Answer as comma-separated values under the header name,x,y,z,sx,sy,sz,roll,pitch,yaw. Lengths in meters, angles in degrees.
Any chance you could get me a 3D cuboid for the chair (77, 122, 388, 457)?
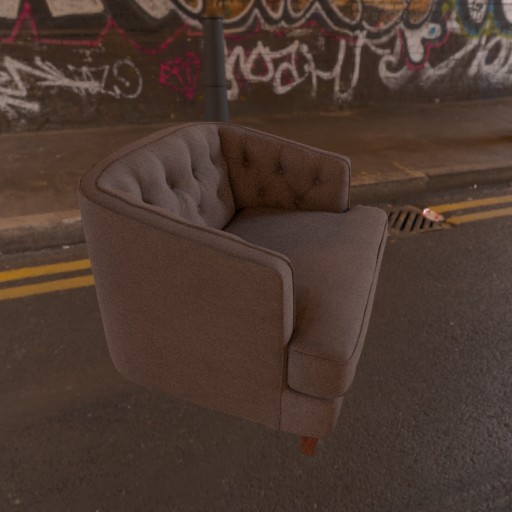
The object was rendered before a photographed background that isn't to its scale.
name,x,y,z,sx,sy,sz,roll,pitch,yaw
chair,0.000,0.000,1.743,0.941,0.852,1.104,10,31,17
